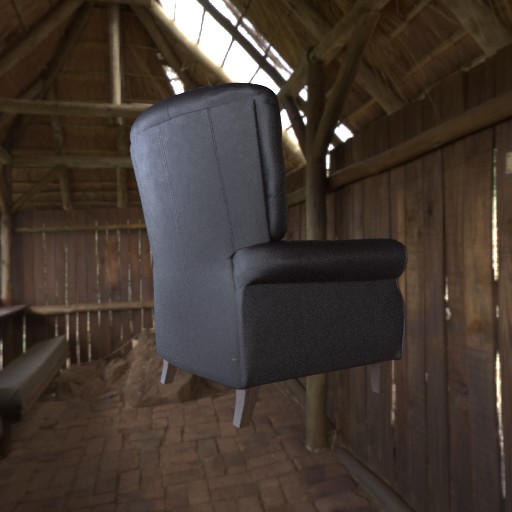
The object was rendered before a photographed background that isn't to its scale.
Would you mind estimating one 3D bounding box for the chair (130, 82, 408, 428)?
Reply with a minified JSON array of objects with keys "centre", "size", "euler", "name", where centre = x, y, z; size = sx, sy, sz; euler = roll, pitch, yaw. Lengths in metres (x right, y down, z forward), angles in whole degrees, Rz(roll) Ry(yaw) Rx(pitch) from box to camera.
[{"centre":[0.000,0.000,1.935],"size":[1.058,1.158,0.948],"euler":[1,-1,-34],"name":"chair"}]
